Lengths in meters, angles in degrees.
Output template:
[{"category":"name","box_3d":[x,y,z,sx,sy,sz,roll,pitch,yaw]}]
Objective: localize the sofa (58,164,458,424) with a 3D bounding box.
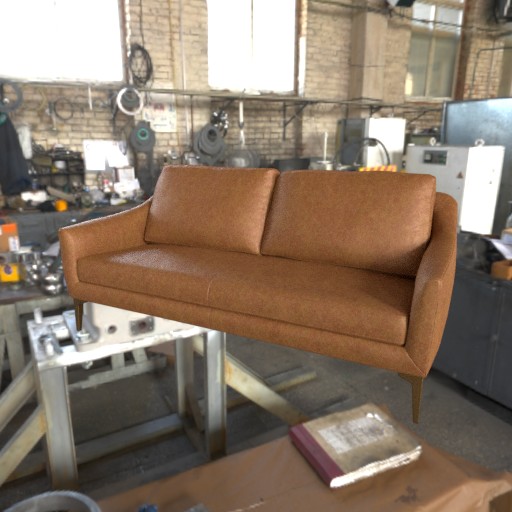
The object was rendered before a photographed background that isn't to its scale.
[{"category":"sofa","box_3d":[0.000,0.000,2.477,2.036,0.945,0.981,8,17,27]}]
